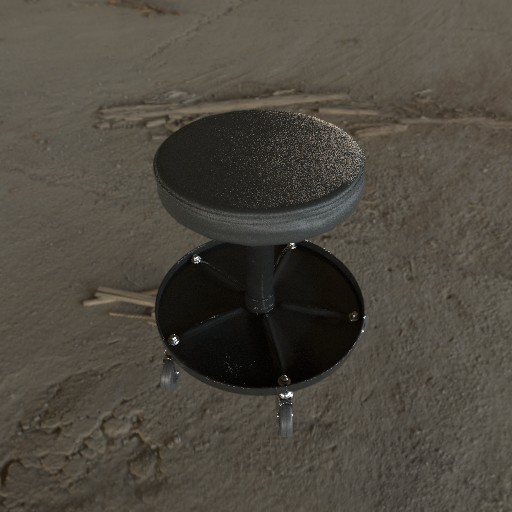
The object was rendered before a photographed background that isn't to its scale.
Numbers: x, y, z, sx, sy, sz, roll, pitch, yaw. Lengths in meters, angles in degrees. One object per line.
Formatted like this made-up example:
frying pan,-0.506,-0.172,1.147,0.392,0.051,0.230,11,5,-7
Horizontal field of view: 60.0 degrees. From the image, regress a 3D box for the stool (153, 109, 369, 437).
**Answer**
stool,0.000,0.000,0.691,0.382,0.365,0.381,13,44,14
